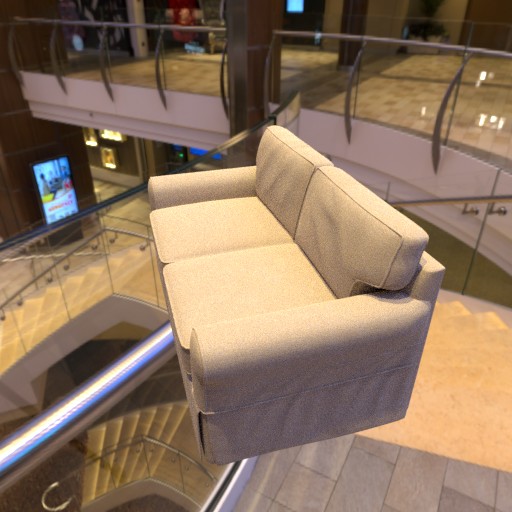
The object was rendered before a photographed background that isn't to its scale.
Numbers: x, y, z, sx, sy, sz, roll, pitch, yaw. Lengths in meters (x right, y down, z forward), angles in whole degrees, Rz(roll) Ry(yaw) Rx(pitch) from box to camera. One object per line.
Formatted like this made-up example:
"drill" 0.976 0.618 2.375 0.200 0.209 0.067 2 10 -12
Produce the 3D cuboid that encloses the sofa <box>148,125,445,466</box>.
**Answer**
"sofa" 0.000 0.000 2.348 0.991 0.940 1.727 -9 32 -15
